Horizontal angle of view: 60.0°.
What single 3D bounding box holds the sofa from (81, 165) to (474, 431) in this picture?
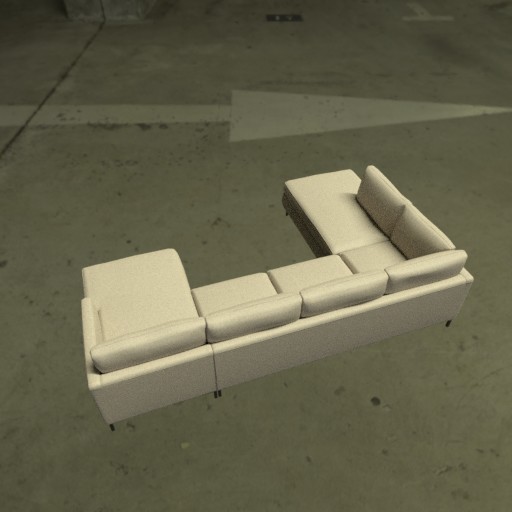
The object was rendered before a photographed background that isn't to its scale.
[{"bbox_3d":[0.000,0.000,3.622,2.737,0.756,1.879,-13,44,-14],"label":"sofa"}]
